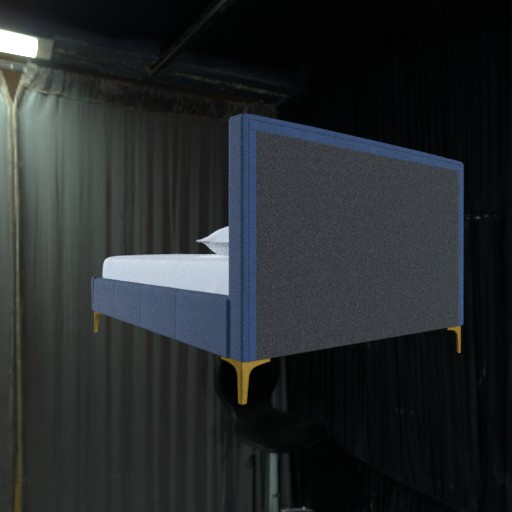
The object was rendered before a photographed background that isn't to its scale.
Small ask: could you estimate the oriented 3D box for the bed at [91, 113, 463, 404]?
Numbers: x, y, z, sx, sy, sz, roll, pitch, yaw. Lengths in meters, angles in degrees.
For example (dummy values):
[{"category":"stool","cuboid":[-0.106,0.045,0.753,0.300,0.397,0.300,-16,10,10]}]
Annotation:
[{"category":"bed","cuboid":[0.000,0.000,3.197,1.723,1.231,2.172,0,0,-36]}]
